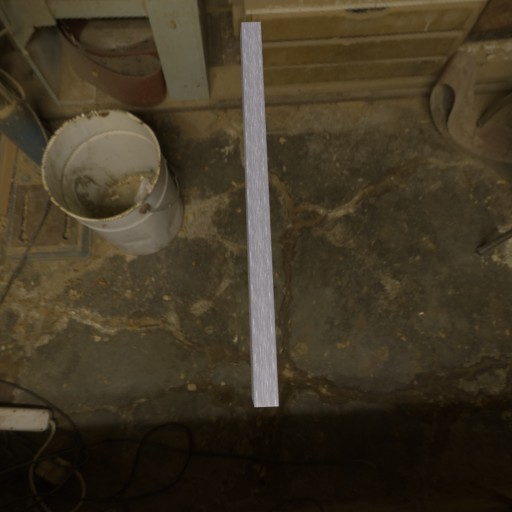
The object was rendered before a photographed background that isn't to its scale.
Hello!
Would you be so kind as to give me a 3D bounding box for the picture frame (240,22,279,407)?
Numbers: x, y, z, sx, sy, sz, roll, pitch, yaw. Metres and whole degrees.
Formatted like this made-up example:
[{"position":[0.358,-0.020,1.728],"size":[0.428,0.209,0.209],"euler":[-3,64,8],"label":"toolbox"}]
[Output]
[{"position":[0.000,0.000,0.763],"size":[0.029,0.559,0.454],"euler":[-2,75,-1],"label":"picture frame"}]
